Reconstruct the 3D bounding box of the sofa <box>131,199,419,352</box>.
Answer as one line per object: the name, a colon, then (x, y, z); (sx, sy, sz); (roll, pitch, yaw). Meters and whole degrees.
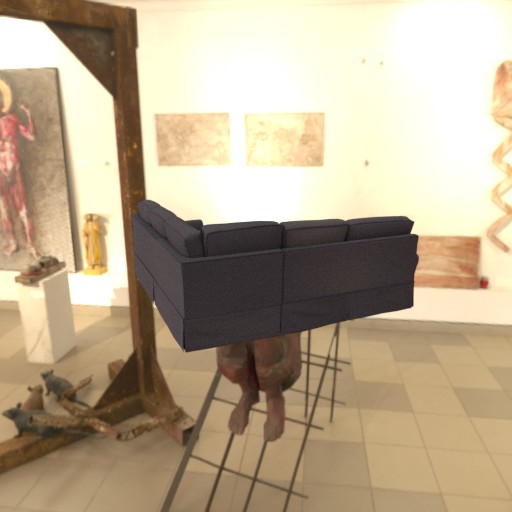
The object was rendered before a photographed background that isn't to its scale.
sofa: (0.000, 0.000, 5.289); (3.773, 1.169, 2.874); (2, 16, 7)
